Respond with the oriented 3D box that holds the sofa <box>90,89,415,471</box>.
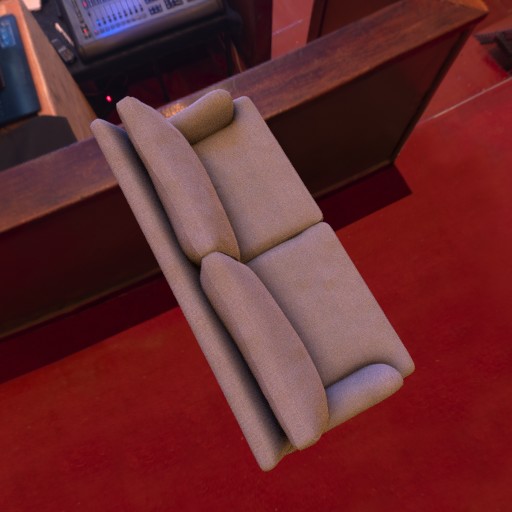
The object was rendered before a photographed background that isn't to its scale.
[{"bbox_3d":[0.000,0.000,2.812,1.069,1.096,2.193,-28,76,-7],"label":"sofa"}]
